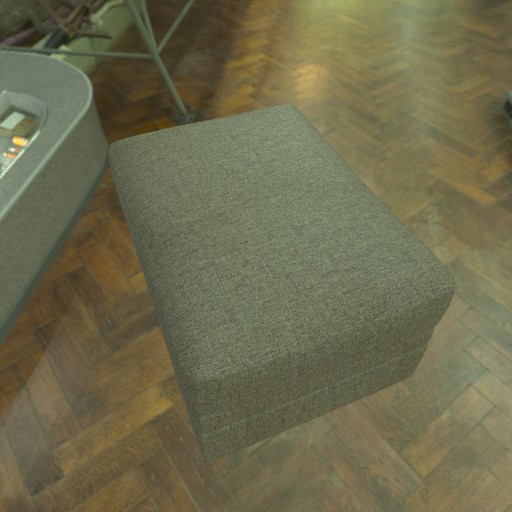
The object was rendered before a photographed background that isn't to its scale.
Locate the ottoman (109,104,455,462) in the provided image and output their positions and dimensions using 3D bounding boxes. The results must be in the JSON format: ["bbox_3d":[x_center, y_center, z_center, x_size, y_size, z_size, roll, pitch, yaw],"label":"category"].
[{"bbox_3d":[0.000,0.000,1.277,0.637,0.478,0.885,-17,49,-15],"label":"ottoman"}]
